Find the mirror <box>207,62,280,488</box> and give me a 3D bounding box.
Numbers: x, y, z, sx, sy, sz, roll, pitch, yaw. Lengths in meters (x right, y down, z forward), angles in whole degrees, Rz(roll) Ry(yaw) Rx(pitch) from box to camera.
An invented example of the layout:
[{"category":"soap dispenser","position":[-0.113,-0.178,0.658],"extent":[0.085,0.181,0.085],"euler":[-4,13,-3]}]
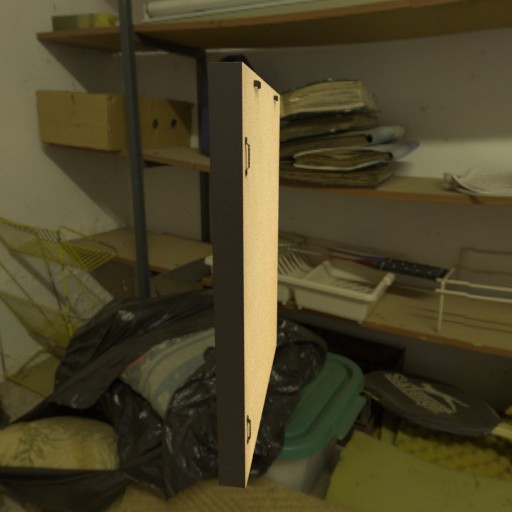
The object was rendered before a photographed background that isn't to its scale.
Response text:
[{"category":"mirror","position":[0.000,0.000,0.698],"extent":[0.041,0.509,0.406],"euler":[2,16,8]}]
